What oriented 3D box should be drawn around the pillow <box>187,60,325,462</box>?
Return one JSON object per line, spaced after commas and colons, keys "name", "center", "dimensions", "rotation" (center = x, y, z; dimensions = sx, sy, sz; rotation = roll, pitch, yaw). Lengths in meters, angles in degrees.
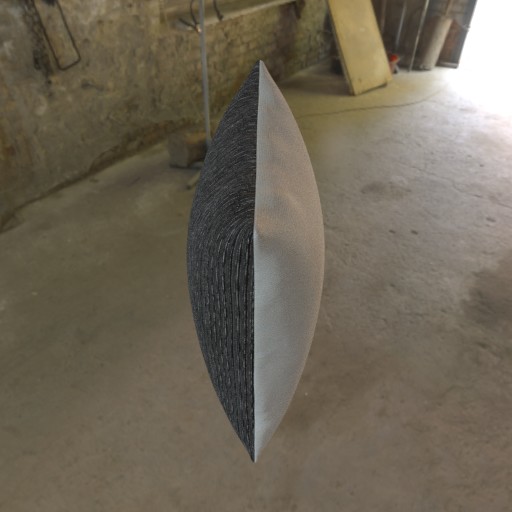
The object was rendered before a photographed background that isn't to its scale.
{"name": "pillow", "center": [0.000, 0.000, 0.668], "dimensions": [0.196, 0.434, 0.433], "rotation": [1, 42, 1]}
